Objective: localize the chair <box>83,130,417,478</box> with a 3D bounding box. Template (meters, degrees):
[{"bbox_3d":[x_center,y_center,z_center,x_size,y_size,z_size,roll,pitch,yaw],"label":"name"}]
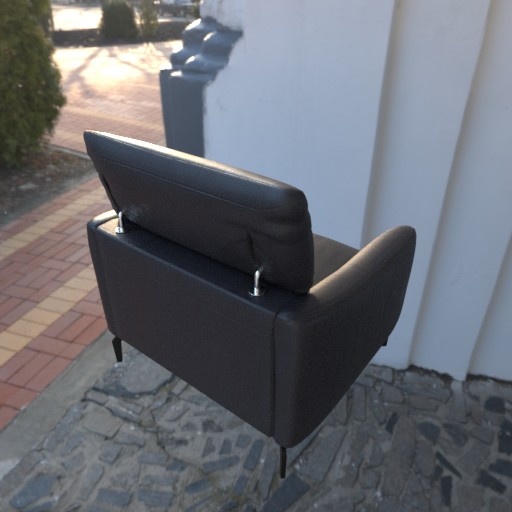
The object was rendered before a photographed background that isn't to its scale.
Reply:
[{"bbox_3d":[0.000,0.000,1.634,0.976,0.949,0.809,22,37,32],"label":"chair"}]
